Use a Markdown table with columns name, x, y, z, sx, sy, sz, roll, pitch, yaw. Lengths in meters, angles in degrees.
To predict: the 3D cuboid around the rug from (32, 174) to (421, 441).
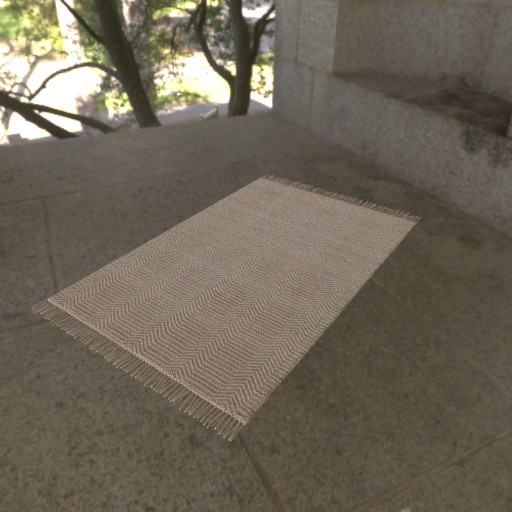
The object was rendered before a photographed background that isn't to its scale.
| name | x | y | z | sx | sy | sz | roll | pitch | yaw |
| --- | --- | --- | --- | --- | --- | --- | --- | --- | --- |
| rug | 0.000 | 0.000 | 3.128 | 1.528 | 0.034 | 2.523 | 22 | 39 | 29 |
